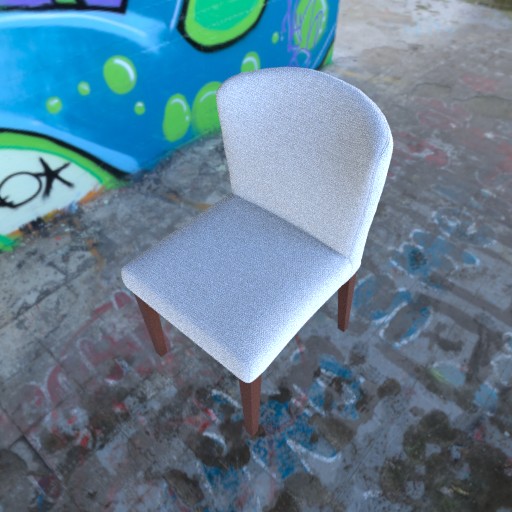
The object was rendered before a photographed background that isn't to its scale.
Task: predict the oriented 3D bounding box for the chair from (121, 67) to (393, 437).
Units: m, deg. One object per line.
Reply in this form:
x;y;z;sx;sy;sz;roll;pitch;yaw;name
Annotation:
0.000;0.000;1.242;0.491;0.839;0.589;32;55;26;chair
